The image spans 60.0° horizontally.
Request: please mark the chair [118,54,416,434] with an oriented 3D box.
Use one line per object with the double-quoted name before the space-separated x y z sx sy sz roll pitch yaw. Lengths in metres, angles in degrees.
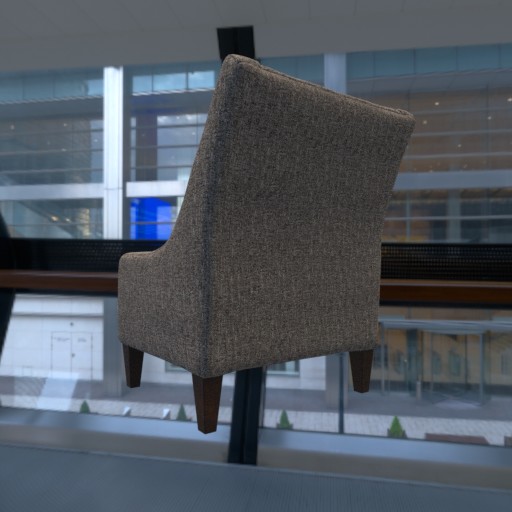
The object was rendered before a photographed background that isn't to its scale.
"chair" 0.000 0.000 1.646 0.774 1.014 0.870 1 -1 -36
